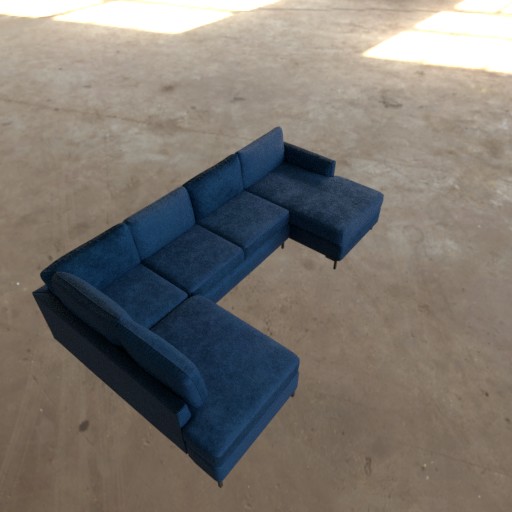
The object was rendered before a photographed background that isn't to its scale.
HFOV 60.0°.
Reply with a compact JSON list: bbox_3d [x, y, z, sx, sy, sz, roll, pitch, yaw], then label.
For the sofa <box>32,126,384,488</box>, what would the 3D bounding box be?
[{"bbox_3d":[0.000,0.000,4.308,2.055,0.992,3.434,28,49,27],"label":"sofa"}]
